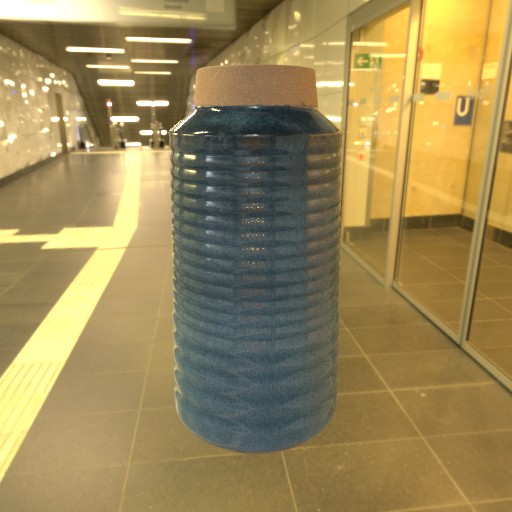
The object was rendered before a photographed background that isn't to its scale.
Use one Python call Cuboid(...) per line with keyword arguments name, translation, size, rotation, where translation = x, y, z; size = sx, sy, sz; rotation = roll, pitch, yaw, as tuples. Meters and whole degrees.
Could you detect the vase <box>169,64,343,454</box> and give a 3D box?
Cuboid(name="vase", translation=(0.000, 0.000, 0.408), size=(0.163, 0.316, 0.163), rotation=(0, 18, 0))
